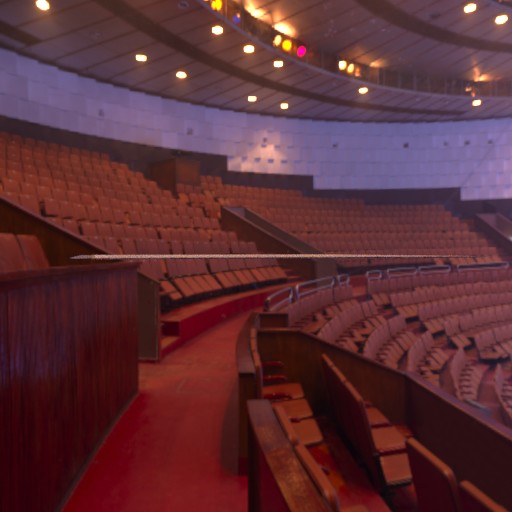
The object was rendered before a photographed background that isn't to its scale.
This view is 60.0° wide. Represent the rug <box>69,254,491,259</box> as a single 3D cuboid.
[{"bbox_3d":[0.000,0.000,4.091,3.056,0.010,2.437,0,1,-20],"label":"rug"}]
